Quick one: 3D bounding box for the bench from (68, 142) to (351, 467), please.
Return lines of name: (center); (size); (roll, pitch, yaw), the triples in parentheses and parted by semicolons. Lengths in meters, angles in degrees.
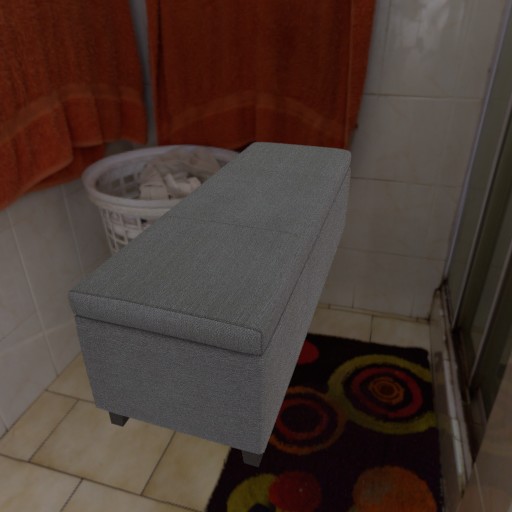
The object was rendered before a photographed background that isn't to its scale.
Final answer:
bench: (0.000, 0.000, 1.485); (0.446, 0.438, 1.269); (9, 31, 16)
